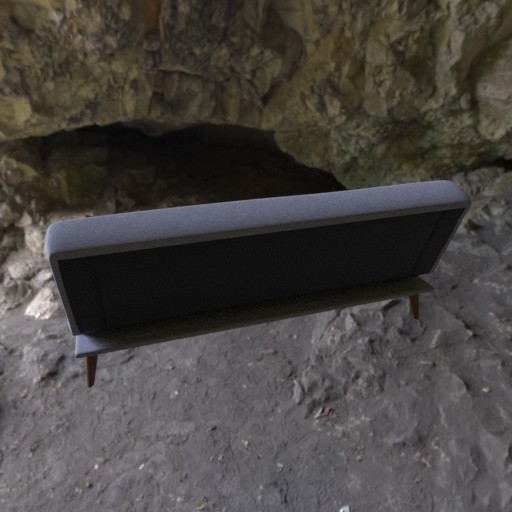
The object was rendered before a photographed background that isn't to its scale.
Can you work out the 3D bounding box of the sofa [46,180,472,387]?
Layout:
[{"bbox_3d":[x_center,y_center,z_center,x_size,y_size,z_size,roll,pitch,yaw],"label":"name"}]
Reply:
[{"bbox_3d":[0.000,0.000,2.260,1.800,0.810,0.860,-8,28,-16],"label":"sofa"}]
